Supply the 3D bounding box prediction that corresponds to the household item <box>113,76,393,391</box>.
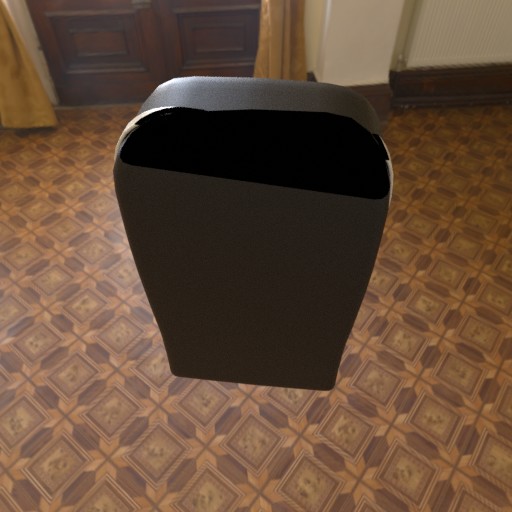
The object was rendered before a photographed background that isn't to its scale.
[{"bbox_3d":[0.000,0.000,0.146,0.070,0.114,0.038,4,48,4],"label":"household item"}]
